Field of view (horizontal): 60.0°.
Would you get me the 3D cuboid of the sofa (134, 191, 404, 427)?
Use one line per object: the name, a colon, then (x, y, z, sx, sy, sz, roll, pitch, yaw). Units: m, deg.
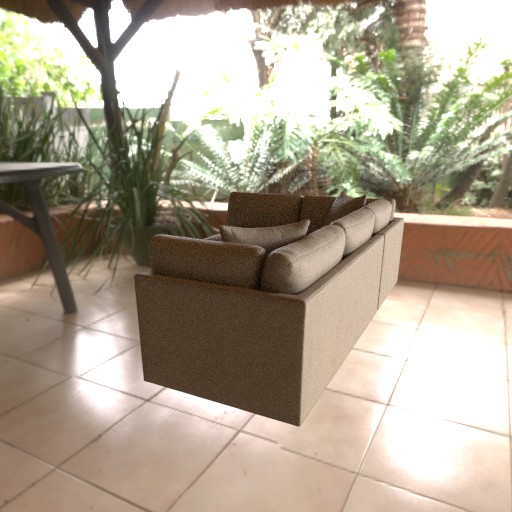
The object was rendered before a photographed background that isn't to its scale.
sofa: (0.000, 0.000, 3.817, 1.994, 0.978, 2.896, 7, 15, 26)
